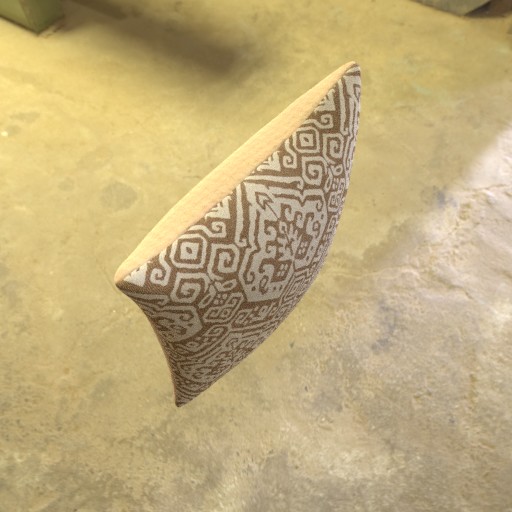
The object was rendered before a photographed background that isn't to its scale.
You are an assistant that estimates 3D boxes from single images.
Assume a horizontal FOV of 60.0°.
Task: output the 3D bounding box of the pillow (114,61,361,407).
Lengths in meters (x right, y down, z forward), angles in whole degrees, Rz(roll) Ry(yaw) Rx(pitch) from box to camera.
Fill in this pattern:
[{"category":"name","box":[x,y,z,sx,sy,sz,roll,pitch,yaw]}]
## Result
[{"category":"pillow","box":[0.000,0.000,0.645,0.173,0.407,0.419,33,63,19]}]
